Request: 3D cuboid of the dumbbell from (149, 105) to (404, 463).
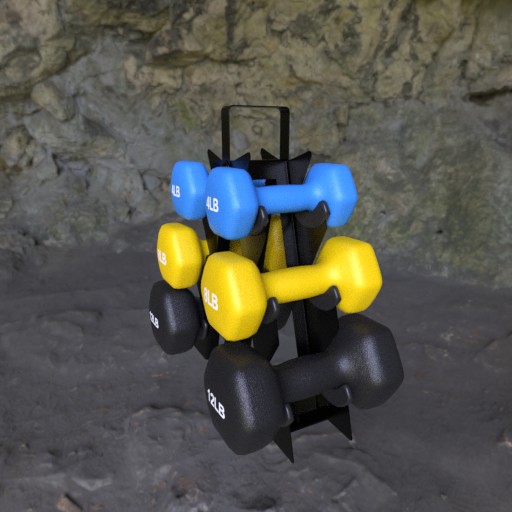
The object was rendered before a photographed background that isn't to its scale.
[{"bbox_3d":[0.000,0.000,0.665,0.255,0.426,0.409,-8,17,-26],"label":"dumbbell"}]
